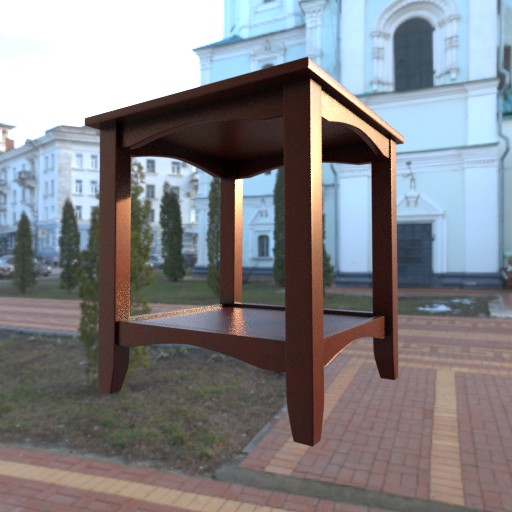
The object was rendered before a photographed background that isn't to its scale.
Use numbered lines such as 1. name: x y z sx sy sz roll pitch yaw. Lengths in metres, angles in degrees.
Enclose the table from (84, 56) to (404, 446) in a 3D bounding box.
1. table: 0.000 0.000 0.965 0.523 0.558 0.522 0 0 36
